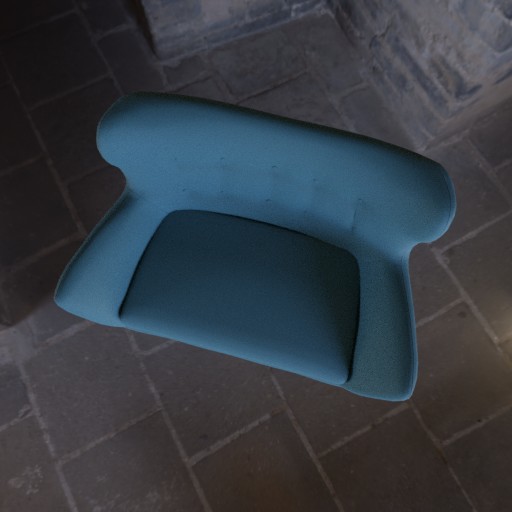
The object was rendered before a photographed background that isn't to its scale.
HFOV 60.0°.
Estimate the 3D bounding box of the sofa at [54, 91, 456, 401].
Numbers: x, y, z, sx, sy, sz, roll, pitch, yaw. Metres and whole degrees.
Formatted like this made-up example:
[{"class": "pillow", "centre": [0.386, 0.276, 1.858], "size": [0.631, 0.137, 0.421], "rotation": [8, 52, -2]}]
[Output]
[{"class": "sofa", "centre": [0.000, 0.000, 1.903], "size": [1.397, 0.889, 0.889], "rotation": [14, 75, 4]}]
